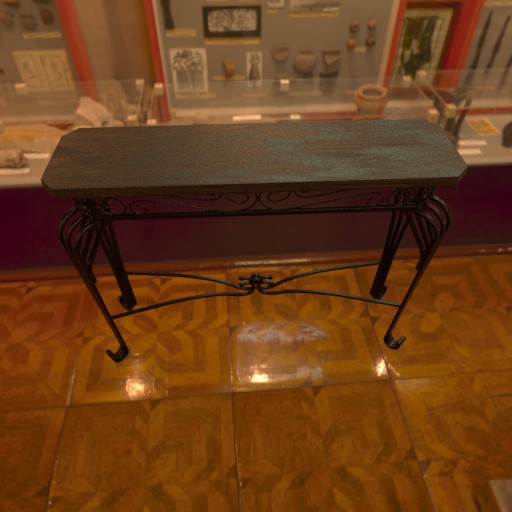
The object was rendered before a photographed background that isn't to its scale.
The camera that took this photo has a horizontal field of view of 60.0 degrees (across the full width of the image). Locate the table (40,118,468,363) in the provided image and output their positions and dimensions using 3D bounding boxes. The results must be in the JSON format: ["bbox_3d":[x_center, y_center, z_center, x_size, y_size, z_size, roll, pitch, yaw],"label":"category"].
[{"bbox_3d":[0.000,0.000,1.467,1.112,0.800,0.329,-2,45,-2],"label":"table"}]
